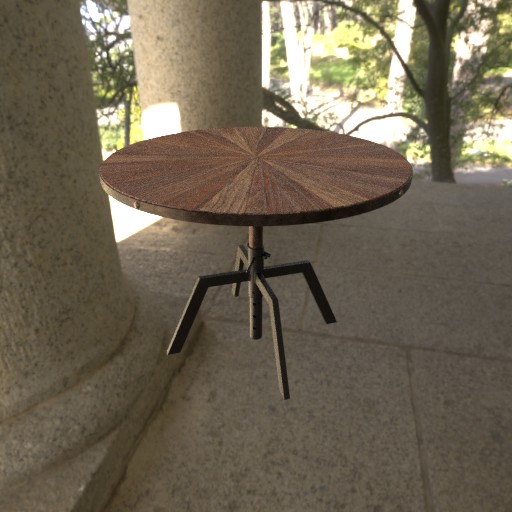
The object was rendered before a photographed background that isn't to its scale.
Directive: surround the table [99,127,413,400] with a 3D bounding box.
[{"bbox_3d":[0.000,0.000,1.459,0.885,0.658,0.885,0,28,0],"label":"table"}]
